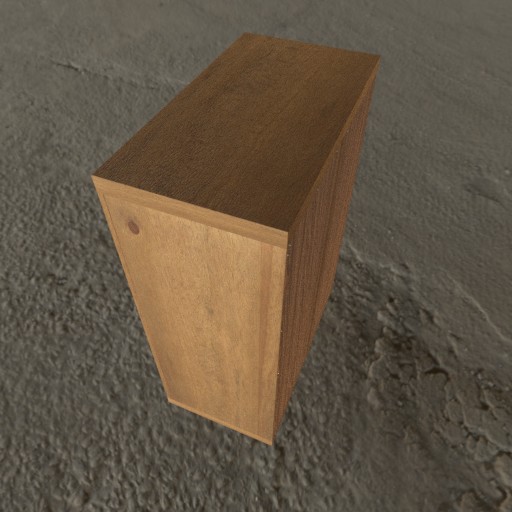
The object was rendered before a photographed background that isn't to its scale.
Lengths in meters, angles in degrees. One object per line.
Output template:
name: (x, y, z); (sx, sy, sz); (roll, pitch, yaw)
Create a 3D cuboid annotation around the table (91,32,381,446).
table: (0.000, 0.000, 1.744); (0.524, 1.294, 0.901); (17, 50, 15)
